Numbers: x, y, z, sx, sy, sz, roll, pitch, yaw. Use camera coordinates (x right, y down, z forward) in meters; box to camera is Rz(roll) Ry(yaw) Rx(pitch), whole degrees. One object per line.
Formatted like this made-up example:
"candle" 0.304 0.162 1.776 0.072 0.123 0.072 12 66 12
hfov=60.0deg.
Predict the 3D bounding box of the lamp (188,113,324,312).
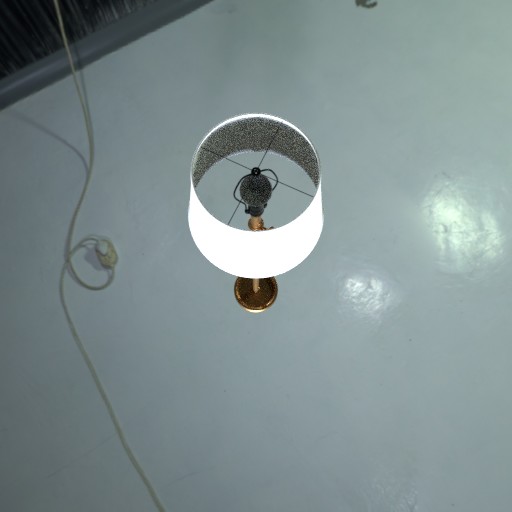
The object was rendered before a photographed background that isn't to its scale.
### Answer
"lamp" 0.000 0.000 0.807 0.178 0.710 0.178 0 75 0
